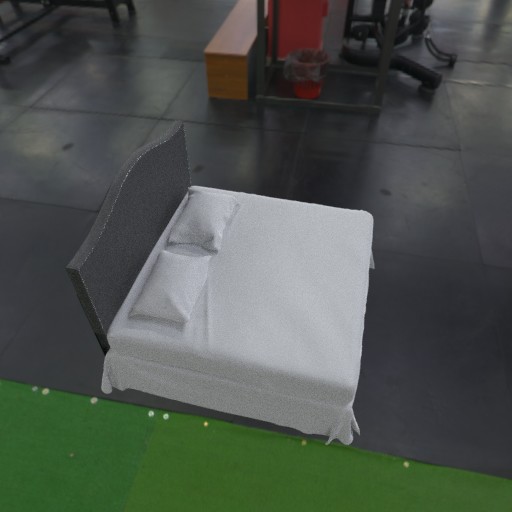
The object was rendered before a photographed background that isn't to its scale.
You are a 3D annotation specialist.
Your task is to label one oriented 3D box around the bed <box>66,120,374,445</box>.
[{"bbox_3d":[0.000,0.000,3.847,2.219,1.651,2.314,10,47,10],"label":"bed"}]
